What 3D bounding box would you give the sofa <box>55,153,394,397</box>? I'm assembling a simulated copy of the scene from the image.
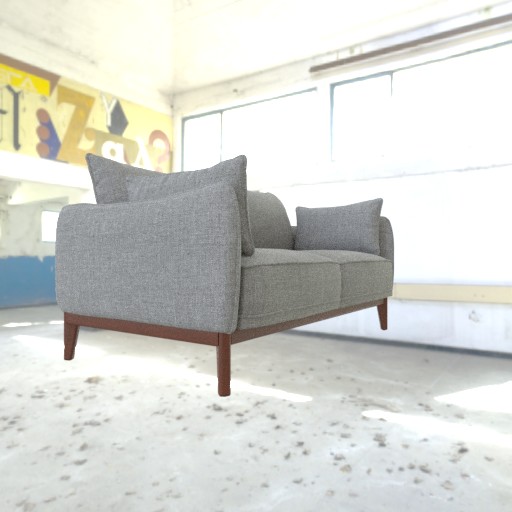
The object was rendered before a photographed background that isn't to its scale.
[{"bbox_3d":[0.000,0.000,2.167,0.972,0.851,1.580,0,0,35],"label":"sofa"}]
